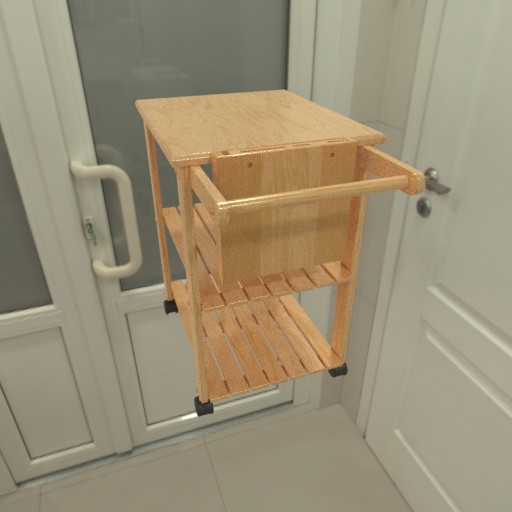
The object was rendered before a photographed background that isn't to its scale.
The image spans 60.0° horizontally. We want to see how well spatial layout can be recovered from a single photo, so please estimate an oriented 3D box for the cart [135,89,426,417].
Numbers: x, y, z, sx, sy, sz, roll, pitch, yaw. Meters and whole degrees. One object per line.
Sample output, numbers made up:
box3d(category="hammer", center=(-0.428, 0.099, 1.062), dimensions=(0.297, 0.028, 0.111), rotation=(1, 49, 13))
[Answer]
box3d(category="cart", center=(0.000, 0.000, 1.358), dimensions=(0.520, 0.816, 0.843), rotation=(-11, 32, -17))
